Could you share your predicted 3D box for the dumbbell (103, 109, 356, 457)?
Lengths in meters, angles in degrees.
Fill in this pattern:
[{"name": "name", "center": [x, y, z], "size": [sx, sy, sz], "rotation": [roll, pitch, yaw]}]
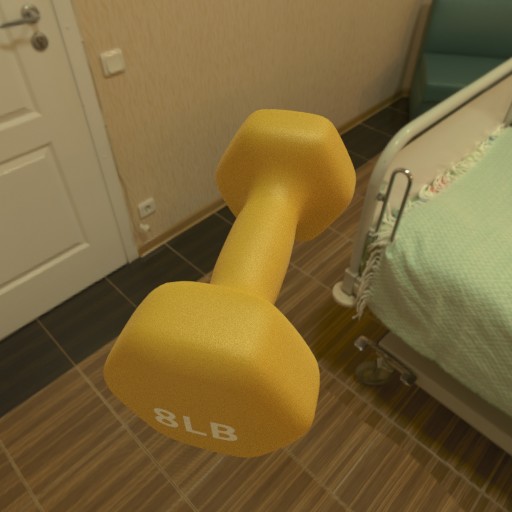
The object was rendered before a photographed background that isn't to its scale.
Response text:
[{"name": "dumbbell", "center": [0.000, 0.000, 0.234], "size": [0.090, 0.082, 0.190], "rotation": [11, 46, 11]}]
